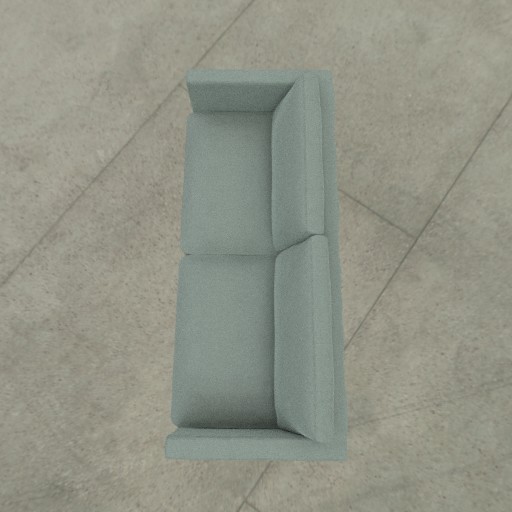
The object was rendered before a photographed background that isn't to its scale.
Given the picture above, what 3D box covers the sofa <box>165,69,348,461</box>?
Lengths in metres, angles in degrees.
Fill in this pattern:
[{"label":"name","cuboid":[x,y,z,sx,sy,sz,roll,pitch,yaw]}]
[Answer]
[{"label":"sofa","cuboid":[0.000,0.000,2.782,0.962,0.853,2.312,1,75,0]}]
